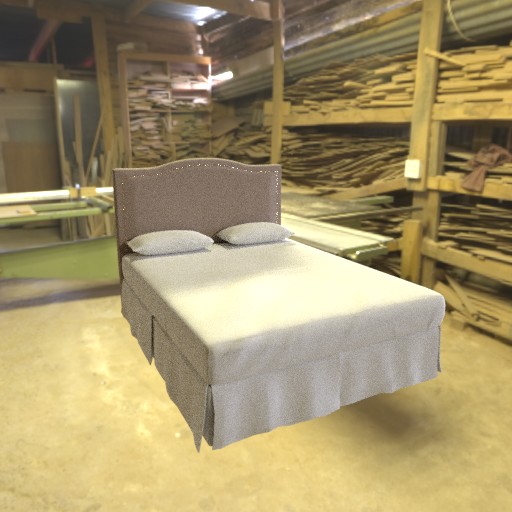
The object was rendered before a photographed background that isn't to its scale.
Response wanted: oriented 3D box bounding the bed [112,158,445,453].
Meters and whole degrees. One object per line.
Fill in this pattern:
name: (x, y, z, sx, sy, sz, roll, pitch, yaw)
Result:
bed: (0.000, 0.000, 3.480, 1.821, 1.436, 2.282, -7, 16, -27)
